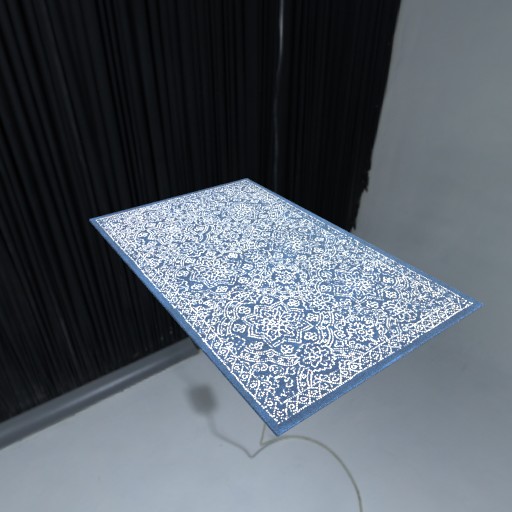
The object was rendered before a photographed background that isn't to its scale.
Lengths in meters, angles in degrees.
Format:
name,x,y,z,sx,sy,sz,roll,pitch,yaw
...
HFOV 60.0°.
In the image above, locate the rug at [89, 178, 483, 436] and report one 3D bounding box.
name,x,y,z,sx,sy,sz,roll,pitch,yaw
rug,0.000,0.000,3.056,1.526,0.015,2.441,-20,37,-30
